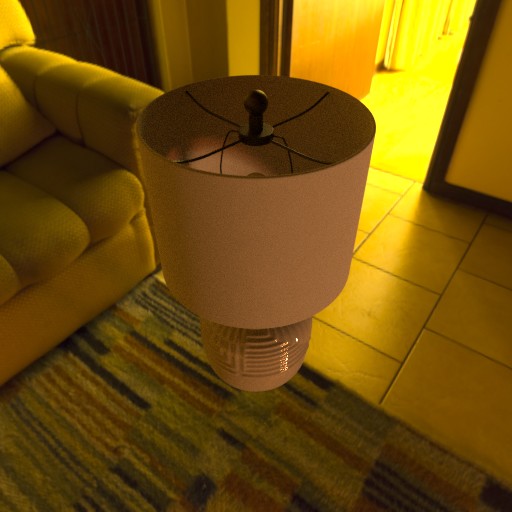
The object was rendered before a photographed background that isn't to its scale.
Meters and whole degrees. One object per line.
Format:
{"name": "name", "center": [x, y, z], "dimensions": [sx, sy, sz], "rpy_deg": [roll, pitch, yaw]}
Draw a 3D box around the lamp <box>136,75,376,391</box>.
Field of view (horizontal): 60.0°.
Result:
{"name": "lamp", "center": [0.000, 0.000, 0.759], "dimensions": [0.318, 0.567, 0.318], "rpy_deg": [0, 41, 0]}
